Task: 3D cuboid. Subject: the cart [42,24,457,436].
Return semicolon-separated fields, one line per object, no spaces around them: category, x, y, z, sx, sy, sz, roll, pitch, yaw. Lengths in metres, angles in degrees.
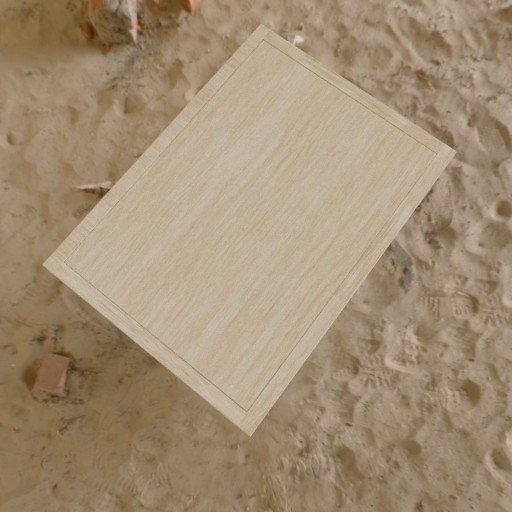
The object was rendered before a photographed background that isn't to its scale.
cart;0.000;0.000;1.414;0.559;0.914;0.762;37;79;8
